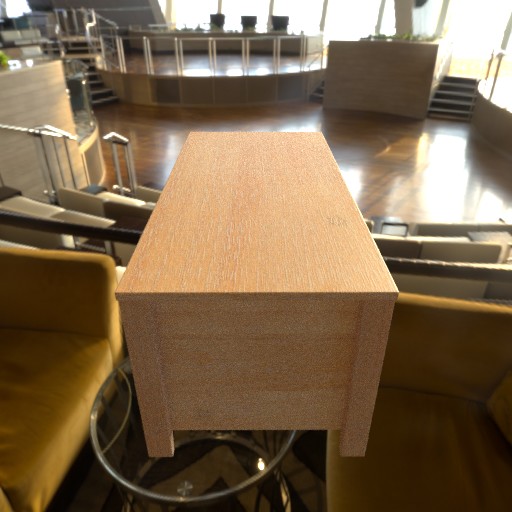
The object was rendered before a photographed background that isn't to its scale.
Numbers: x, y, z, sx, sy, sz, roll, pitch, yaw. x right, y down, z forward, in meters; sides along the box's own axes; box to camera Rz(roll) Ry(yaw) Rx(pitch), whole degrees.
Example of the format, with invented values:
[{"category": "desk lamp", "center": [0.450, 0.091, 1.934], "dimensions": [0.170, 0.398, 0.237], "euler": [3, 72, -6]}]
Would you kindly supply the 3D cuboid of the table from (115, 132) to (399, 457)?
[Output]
[{"category": "table", "center": [0.000, 0.000, 1.304], "dimensions": [0.483, 0.457, 1.016], "euler": [0, 31, 0]}]
